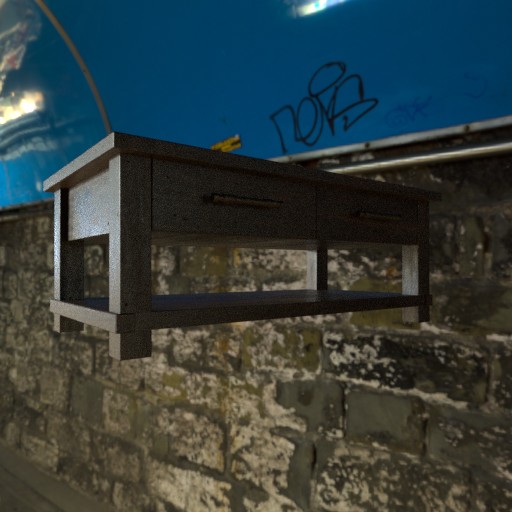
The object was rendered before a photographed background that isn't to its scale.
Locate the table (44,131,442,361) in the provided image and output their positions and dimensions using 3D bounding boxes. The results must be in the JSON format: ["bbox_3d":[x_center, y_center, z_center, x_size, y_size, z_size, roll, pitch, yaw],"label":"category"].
[{"bbox_3d":[0.000,0.000,1.585,1.270,0.494,0.700,1,-2,-37],"label":"table"}]
